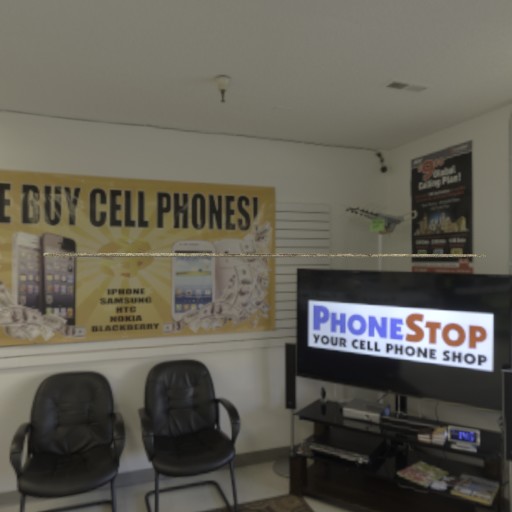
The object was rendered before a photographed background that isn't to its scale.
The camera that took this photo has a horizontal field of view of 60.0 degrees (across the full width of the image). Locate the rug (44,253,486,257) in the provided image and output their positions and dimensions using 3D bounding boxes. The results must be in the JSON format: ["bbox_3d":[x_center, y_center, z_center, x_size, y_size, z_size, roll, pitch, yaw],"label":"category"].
[{"bbox_3d":[0.000,0.000,3.052,2.444,0.012,1.530,0,0,-17],"label":"rug"}]
